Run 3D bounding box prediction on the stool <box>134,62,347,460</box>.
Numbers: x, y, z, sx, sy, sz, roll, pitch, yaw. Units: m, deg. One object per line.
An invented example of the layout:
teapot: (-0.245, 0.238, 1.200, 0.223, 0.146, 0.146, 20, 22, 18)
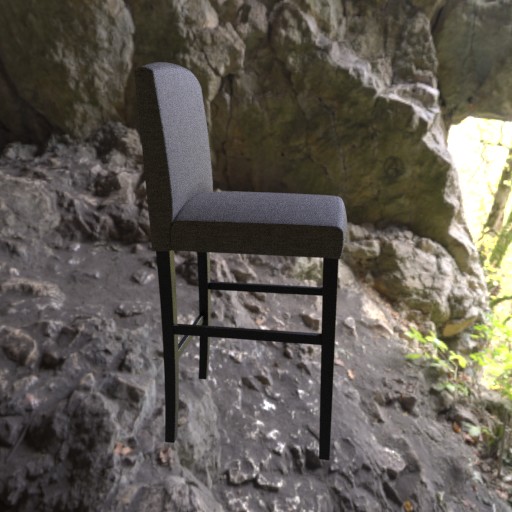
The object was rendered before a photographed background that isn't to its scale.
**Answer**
stool: (0.000, 0.000, 1.408, 0.552, 1.138, 0.451, 2, 16, 9)
